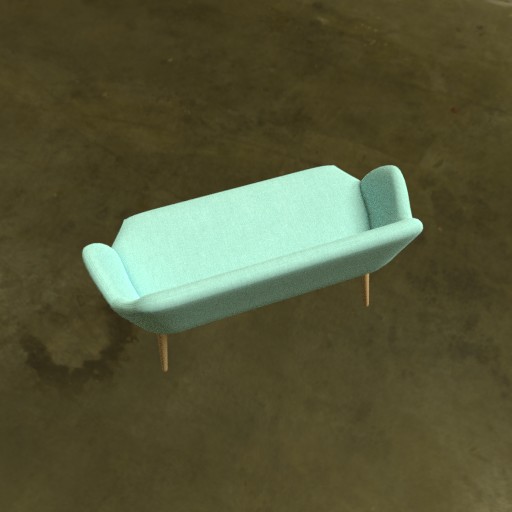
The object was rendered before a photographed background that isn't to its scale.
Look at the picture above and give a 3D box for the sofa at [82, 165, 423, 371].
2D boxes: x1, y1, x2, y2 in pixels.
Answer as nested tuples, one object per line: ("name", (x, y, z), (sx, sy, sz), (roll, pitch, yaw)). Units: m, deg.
("sofa", (0.000, 0.000, 1.679), (1.150, 0.840, 0.610), (-16, 60, -10))
